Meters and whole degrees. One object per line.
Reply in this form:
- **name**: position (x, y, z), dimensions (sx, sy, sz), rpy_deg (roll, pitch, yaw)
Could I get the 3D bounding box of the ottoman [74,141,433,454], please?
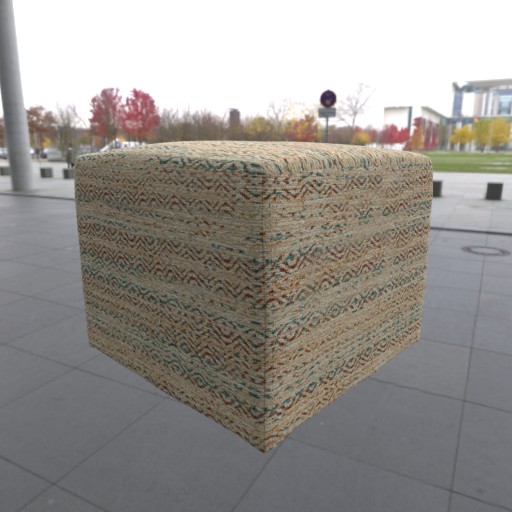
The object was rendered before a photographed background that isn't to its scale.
- **ottoman**: position (0.000, 0.000, 0.903), dimensions (0.512, 0.453, 0.521), rpy_deg (13, 18, 42)
